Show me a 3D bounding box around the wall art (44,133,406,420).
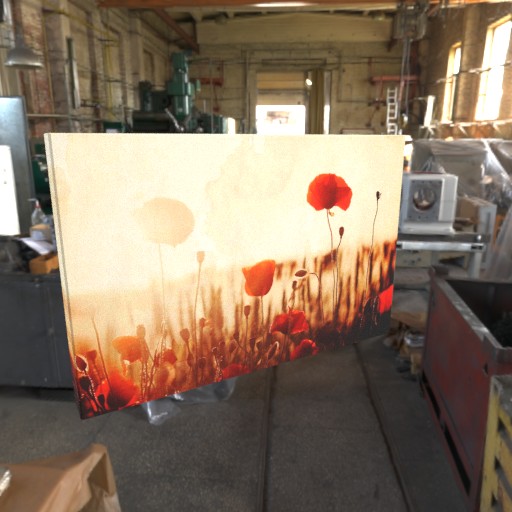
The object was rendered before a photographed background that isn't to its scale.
[{"bbox_3d":[0.000,0.000,0.474,0.383,0.251,0.037,-8,17,-28],"label":"wall art"}]
